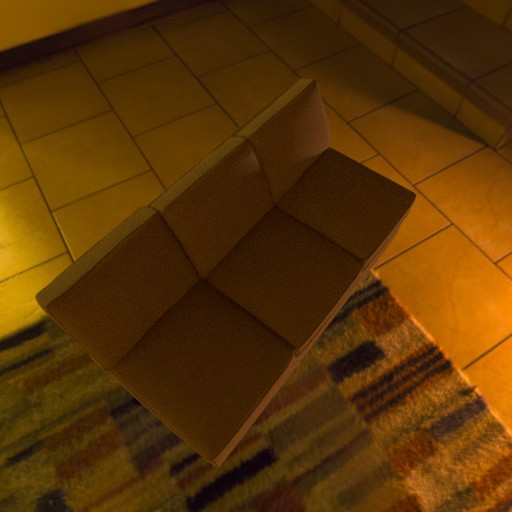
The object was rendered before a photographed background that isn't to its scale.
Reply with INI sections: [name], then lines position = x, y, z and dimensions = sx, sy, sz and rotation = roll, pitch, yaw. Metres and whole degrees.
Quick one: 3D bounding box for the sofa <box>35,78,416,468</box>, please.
[sofa]
position = 0.000, 0.000, 2.680
dimensions = 1.127, 1.036, 2.092
rotation = 34, 64, 19
